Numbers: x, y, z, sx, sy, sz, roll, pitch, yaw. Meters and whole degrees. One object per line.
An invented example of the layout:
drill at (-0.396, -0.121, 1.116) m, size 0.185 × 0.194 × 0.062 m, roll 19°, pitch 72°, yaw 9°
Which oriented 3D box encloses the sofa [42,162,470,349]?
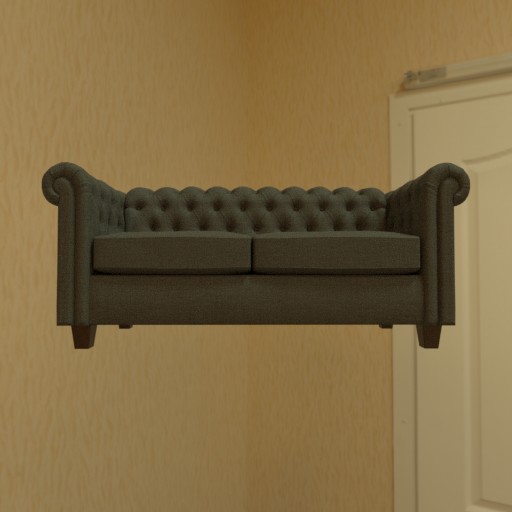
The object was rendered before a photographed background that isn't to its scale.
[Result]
sofa at (0.000, 0.000, 2.204) m, size 1.798 × 0.797 × 0.783 m, roll 0°, pitch -2°, yaw 0°
